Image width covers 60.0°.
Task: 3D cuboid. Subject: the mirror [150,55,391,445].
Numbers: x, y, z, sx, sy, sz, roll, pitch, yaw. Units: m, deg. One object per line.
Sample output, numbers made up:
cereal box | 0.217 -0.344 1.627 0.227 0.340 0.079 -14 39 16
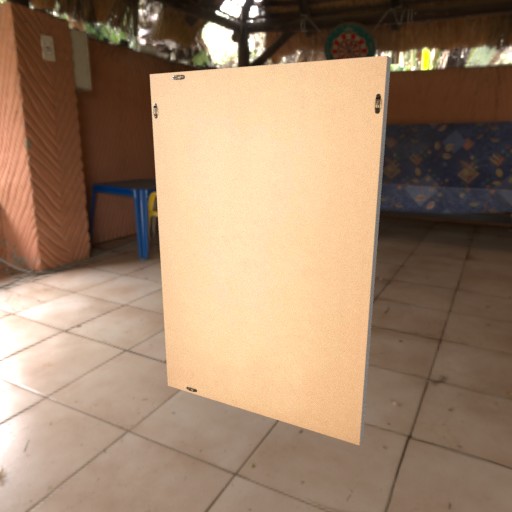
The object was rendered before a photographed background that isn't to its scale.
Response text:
mirror | 0.000 0.000 1.155 0.609 0.915 0.040 8 17 26
